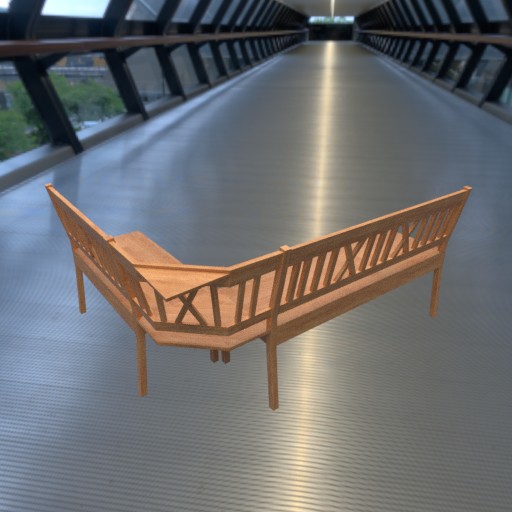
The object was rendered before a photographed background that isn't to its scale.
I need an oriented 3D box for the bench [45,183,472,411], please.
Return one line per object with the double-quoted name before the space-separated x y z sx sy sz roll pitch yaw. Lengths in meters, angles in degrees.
"bench" 0.000 0.000 2.755 1.937 0.902 1.537 -18 31 -33
